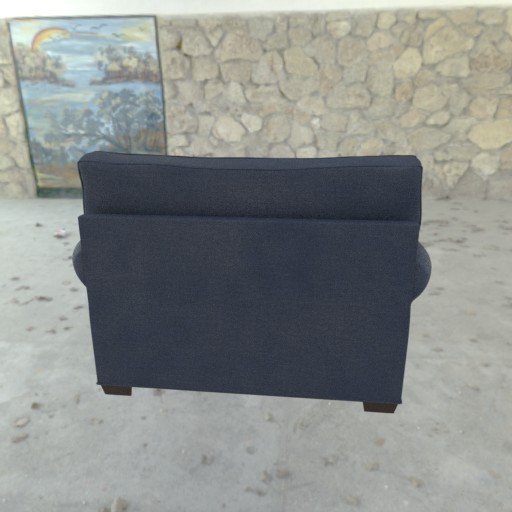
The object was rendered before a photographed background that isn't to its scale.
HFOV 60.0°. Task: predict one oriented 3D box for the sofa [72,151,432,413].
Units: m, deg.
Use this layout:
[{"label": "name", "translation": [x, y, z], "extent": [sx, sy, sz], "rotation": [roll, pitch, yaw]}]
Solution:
[{"label": "sofa", "translation": [0.000, 0.000, 2.096], "extent": [1.405, 1.004, 0.938], "rotation": [2, 18, 6]}]
